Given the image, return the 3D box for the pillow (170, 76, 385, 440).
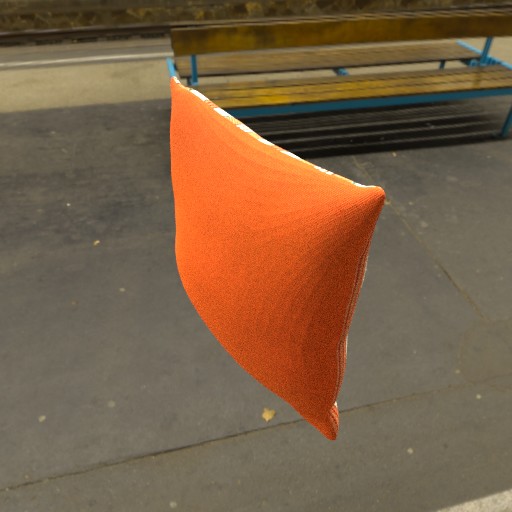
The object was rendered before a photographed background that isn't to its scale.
[{"bbox_3d":[0.000,0.000,0.683,0.182,0.441,0.440,-25,46,-26],"label":"pillow"}]
